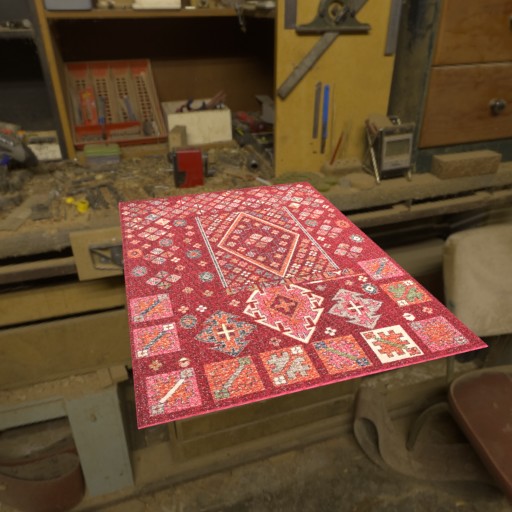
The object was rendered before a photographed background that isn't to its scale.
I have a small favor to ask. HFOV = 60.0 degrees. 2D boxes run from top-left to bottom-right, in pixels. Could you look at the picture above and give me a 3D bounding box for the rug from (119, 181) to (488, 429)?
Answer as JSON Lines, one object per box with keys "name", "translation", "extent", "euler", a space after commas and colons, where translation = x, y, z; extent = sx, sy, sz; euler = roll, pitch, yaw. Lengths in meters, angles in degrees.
{"name": "rug", "translation": [0.000, 0.000, 2.747], "extent": [1.579, 0.007, 2.184], "euler": [-9, 31, -14]}
